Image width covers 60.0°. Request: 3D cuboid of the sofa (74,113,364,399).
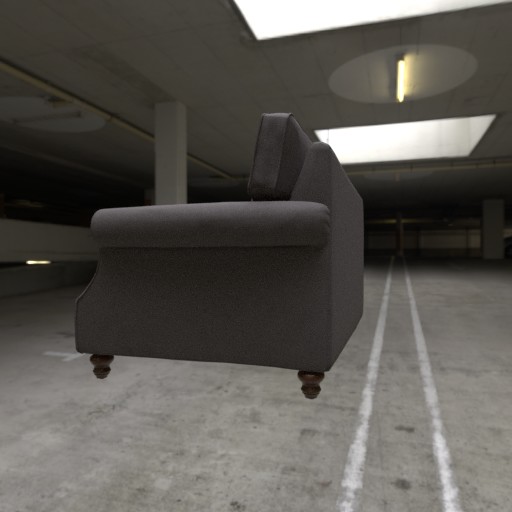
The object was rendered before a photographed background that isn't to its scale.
[{"bbox_3d":[0.000,0.000,2.218,0.964,0.937,1.665,0,0,17],"label":"sofa"}]
